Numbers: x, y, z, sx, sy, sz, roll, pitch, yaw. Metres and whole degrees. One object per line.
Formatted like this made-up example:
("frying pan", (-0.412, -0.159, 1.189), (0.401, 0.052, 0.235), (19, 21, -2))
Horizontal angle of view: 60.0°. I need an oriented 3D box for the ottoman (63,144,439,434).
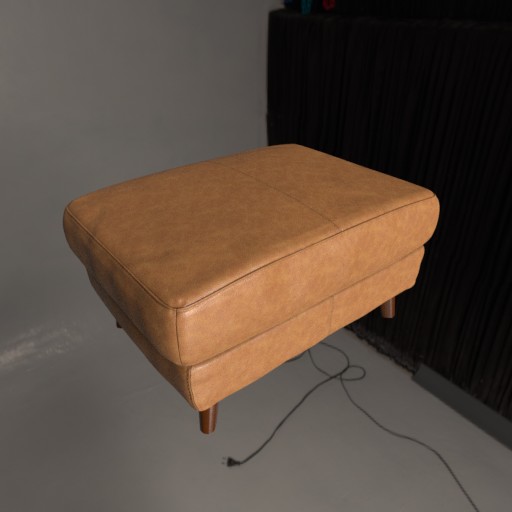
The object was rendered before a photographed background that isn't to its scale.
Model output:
("ottoman", (0.000, 0.000, 1.267), (0.869, 0.461, 0.630), (-22, 38, -32))
